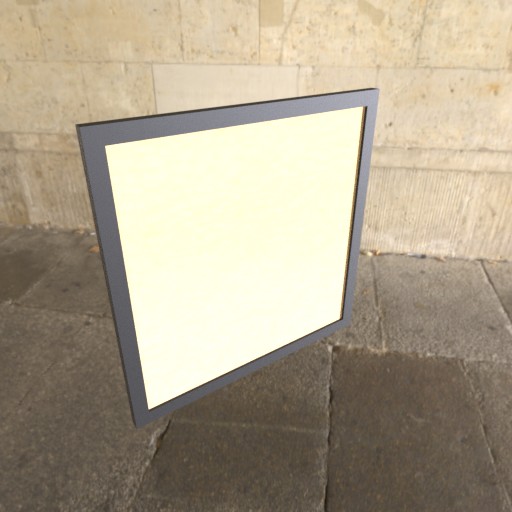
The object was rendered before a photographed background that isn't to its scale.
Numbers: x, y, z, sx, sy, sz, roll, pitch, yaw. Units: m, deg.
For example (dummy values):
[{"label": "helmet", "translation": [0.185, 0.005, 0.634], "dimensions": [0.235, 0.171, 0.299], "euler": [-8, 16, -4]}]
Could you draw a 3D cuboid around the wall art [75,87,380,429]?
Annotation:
[{"label": "wall art", "translation": [0.000, 0.000, 0.537], "dimensions": [0.356, 0.356, 0.013], "euler": [-18, 34, -30]}]
